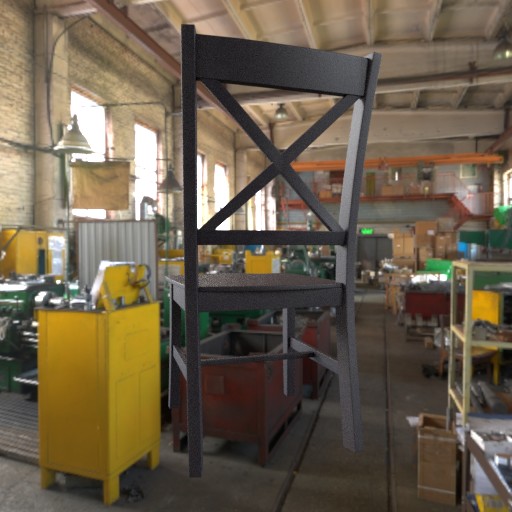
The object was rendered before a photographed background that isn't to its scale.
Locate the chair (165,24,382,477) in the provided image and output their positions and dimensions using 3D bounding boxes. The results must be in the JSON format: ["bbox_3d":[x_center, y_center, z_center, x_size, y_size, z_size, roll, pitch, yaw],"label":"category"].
[{"bbox_3d":[0.000,0.000,1.245,0.485,0.983,0.542,0,1,-18],"label":"chair"}]
